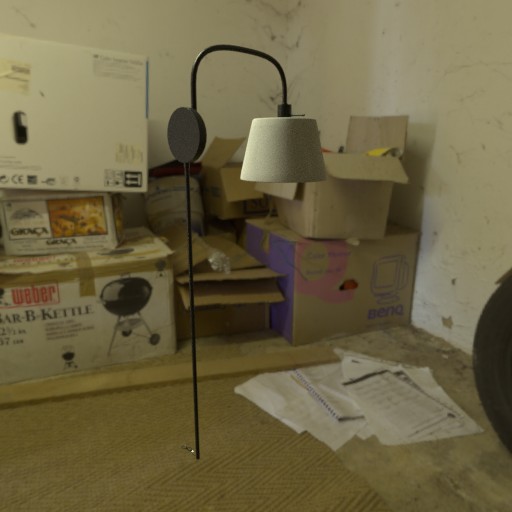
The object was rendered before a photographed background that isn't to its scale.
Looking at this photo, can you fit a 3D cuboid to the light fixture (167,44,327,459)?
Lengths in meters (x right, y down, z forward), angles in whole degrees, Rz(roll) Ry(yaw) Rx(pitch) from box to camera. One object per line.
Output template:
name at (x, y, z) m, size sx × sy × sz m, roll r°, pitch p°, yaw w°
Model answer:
light fixture at (0.000, 0.000, 0.465) m, size 0.092 × 0.399 × 0.176 m, roll 14°, pitch 20°, yaw 43°
